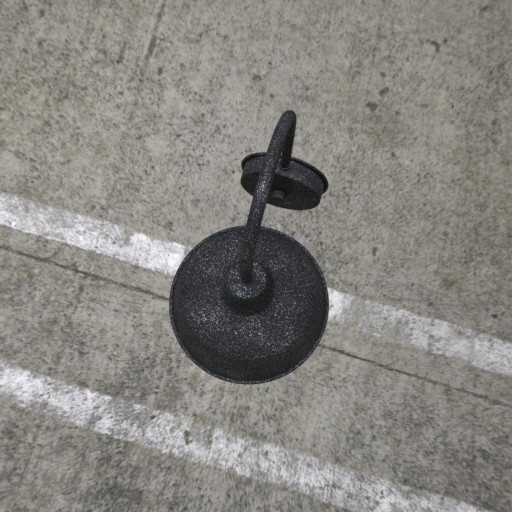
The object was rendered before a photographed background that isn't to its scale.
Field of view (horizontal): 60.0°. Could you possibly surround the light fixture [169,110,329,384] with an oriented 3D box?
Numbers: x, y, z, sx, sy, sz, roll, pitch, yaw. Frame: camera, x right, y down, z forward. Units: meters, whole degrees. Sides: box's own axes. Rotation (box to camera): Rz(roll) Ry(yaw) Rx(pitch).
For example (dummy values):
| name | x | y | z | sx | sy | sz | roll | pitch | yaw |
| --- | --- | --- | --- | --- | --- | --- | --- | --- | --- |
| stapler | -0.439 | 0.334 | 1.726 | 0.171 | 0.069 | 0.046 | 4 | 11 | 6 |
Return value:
| name | x | y | z | sx | sy | sz | roll | pitch | yaw |
| --- | --- | --- | --- | --- | --- | --- | --- | --- | --- |
| light fixture | 0.000 | 0.000 | 0.488 | 0.216 | 0.300 | 0.283 | 16 | 76 | 4 |
